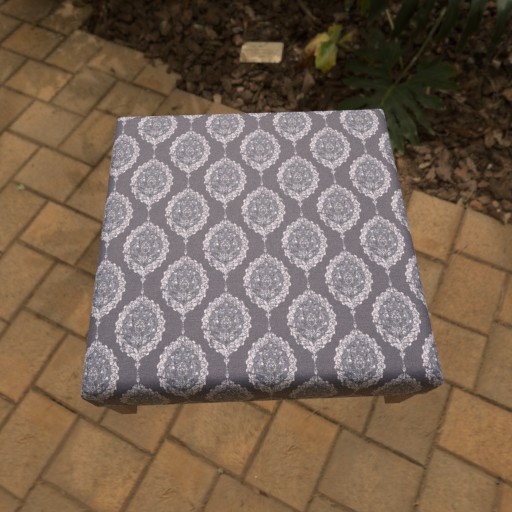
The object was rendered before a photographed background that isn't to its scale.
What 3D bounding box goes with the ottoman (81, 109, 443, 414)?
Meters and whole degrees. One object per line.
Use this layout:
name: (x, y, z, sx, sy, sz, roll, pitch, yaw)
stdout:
ottoman: (0.000, 0.000, 1.399, 0.889, 0.409, 0.890, -2, 64, -1)
